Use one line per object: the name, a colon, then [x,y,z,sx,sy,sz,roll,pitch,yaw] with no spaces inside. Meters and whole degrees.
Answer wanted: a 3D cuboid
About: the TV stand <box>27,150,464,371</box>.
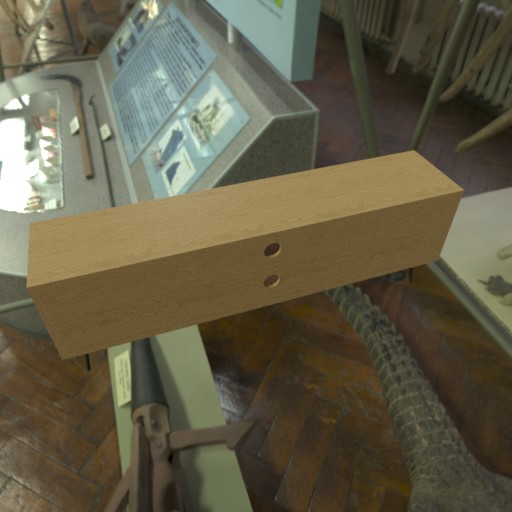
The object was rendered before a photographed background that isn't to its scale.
TV stand: [0.000,0.000,2.027,1.760,0.580,0.400,-13,44,-14]
